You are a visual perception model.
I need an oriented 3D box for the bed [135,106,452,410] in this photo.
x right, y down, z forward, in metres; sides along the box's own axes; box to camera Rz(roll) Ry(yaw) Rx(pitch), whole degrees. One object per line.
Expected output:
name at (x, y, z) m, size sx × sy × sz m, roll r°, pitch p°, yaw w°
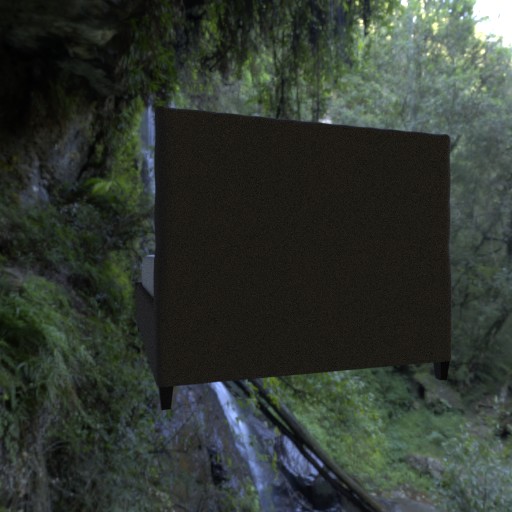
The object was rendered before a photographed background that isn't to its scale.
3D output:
bed at (0.000, 0.000, 3.356) m, size 1.696 × 1.426 × 2.233 m, roll 0°, pitch 0°, yaw -18°
